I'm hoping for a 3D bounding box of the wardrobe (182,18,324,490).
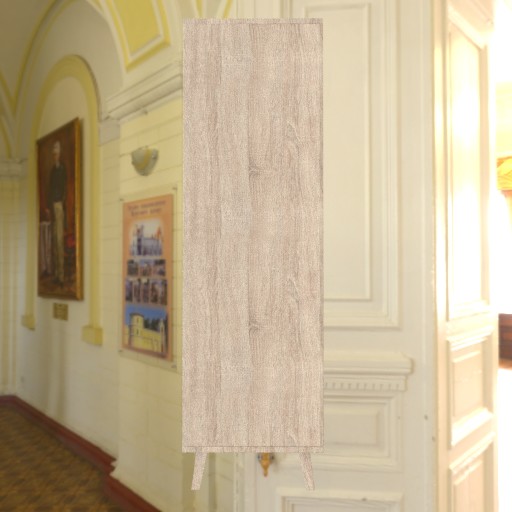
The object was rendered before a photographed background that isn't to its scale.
[{"bbox_3d":[0.000,0.000,2.327,0.600,1.960,1.000,0,-1,0],"label":"wardrobe"}]
